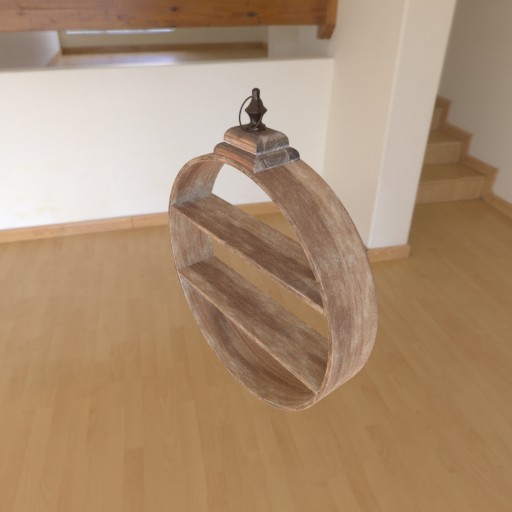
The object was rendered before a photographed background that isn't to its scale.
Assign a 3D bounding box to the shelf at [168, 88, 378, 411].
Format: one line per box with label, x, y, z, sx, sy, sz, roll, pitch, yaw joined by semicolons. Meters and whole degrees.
shelf;0.000;0.000;1.003;0.125;0.725;0.601;-23;38;-32
